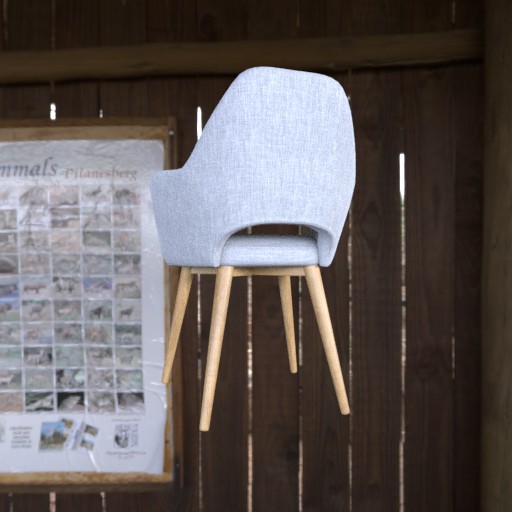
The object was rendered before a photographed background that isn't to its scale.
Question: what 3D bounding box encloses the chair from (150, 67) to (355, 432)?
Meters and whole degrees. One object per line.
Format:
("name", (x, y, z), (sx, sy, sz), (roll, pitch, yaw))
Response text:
("chair", (0.000, 0.000, 1.276), (0.590, 0.840, 0.610), (0, 0, -18))
